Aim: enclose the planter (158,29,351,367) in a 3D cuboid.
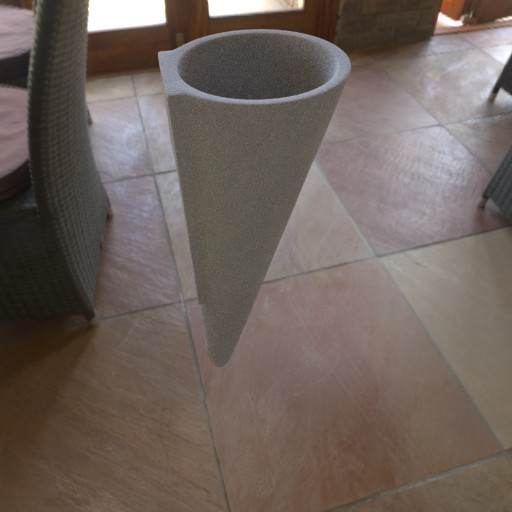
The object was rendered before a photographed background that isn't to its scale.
[{"bbox_3d":[0.000,0.000,0.296,0.087,0.259,0.078,-10,48,-9],"label":"planter"}]
